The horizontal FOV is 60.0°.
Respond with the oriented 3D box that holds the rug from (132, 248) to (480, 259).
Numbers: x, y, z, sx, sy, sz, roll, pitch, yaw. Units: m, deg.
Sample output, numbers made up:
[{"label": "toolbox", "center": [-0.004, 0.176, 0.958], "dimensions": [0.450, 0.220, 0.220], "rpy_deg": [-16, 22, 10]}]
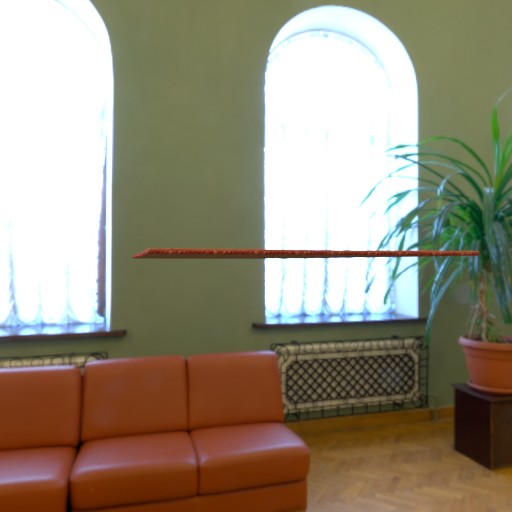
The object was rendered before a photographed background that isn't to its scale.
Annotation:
[{"label": "rug", "center": [0.000, 0.000, 2.360], "dimensions": [1.230, 0.018, 1.835], "rpy_deg": [0, -1, -17]}]
